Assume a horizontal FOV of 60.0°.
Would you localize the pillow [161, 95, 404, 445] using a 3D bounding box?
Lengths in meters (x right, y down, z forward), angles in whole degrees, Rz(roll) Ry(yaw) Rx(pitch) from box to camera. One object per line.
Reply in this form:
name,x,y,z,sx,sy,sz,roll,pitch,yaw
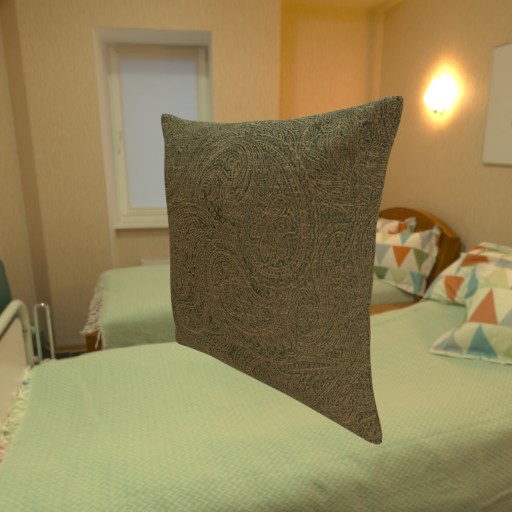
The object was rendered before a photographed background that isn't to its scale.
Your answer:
pillow,0.000,0.000,0.790,0.526,0.507,0.166,14,20,43
